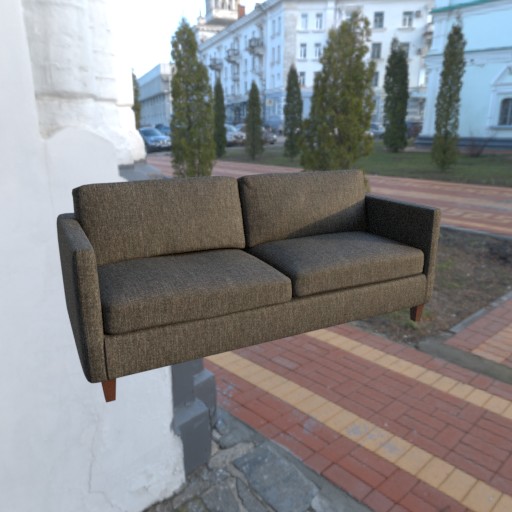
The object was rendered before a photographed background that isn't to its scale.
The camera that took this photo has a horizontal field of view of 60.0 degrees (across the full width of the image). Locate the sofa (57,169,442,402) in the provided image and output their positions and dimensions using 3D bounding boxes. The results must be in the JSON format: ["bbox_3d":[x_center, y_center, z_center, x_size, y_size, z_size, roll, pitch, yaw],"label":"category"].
[{"bbox_3d":[0.000,0.000,2.777,2.208,0.960,0.948,-8,18,-26],"label":"sofa"}]
